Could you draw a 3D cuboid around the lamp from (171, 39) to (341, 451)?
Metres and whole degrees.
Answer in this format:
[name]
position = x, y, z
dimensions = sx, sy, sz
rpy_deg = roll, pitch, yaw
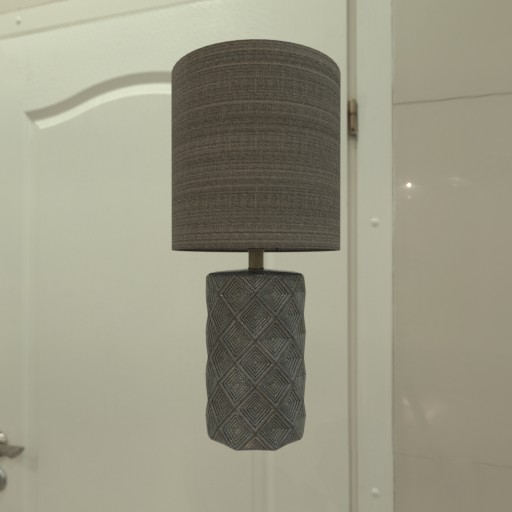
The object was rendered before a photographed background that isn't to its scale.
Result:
[lamp]
position = 0.000, 0.000, 0.712
dimensions = 0.268, 0.566, 0.269
rpy_deg = 0, -1, 17
